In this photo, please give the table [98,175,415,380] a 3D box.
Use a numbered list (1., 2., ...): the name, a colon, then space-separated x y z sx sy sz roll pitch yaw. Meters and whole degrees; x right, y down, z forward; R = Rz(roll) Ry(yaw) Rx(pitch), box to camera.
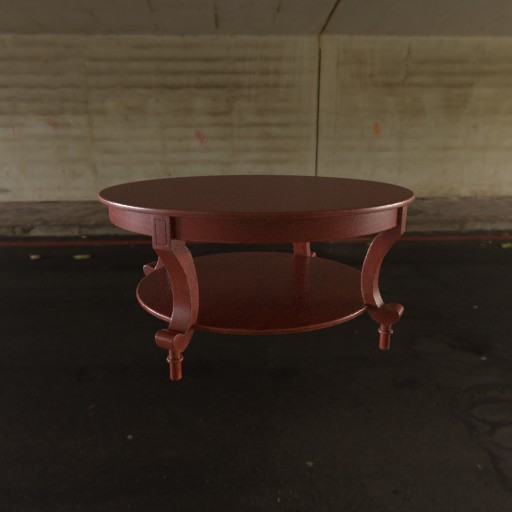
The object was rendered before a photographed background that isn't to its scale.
1. table: 0.000 0.000 1.580 1.029 0.486 1.029 0 15 0
